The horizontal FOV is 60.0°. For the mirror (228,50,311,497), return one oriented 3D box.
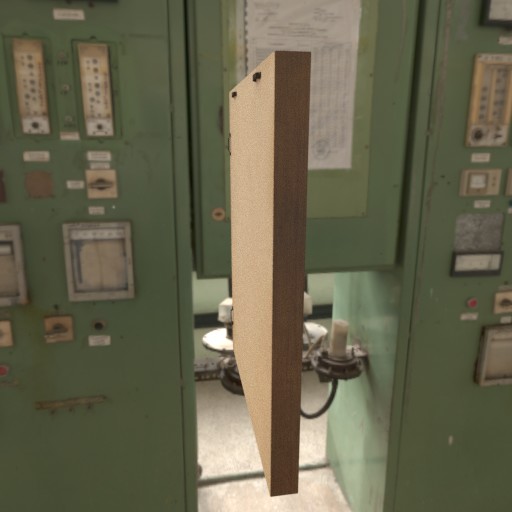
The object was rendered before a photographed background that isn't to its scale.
[{"bbox_3d":[0.000,0.000,0.677,0.041,0.508,0.405,-2,15,-9],"label":"mirror"}]
